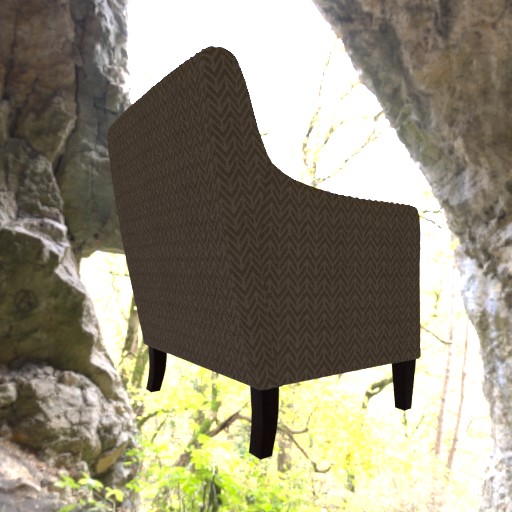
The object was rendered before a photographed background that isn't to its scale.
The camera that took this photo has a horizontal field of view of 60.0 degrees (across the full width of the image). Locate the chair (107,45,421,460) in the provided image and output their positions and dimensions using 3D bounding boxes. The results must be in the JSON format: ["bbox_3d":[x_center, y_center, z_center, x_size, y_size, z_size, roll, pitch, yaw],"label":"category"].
[{"bbox_3d":[0.000,0.000,1.241,0.651,0.816,0.623,1,-1,-35],"label":"chair"}]
